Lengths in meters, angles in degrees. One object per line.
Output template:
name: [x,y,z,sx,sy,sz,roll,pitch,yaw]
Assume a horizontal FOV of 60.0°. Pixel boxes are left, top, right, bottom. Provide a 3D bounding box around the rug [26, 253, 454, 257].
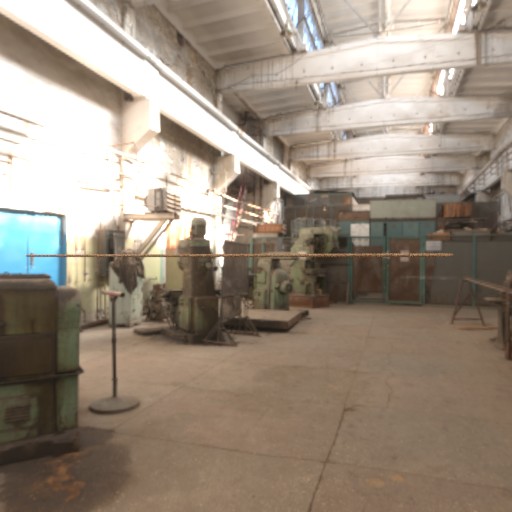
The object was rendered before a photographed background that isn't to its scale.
rug: [0.000,0.000,2.750,2.141,0.013,1.566,0,0,20]
